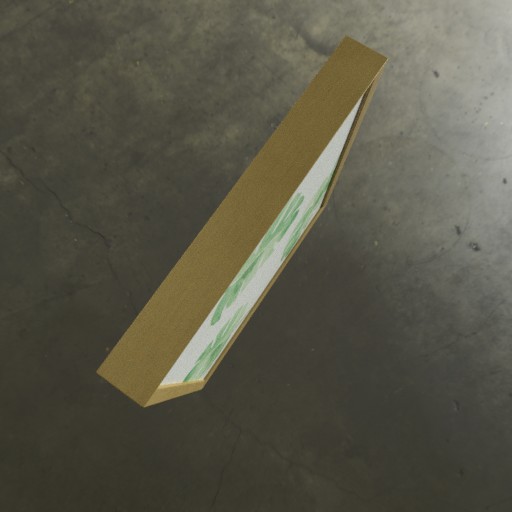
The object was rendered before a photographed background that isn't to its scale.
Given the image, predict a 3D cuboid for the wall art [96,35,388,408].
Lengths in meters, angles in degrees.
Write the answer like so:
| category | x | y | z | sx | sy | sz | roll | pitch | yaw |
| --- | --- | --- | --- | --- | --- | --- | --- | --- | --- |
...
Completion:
| category | x | y | z | sx | sy | sz | roll | pitch | yaw |
| --- | --- | --- | --- | --- | --- | --- | --- | --- | --- |
| wall art | 0.000 | 0.000 | 0.455 | 0.038 | 0.305 | 0.305 | 33 | 78 | 8 |
